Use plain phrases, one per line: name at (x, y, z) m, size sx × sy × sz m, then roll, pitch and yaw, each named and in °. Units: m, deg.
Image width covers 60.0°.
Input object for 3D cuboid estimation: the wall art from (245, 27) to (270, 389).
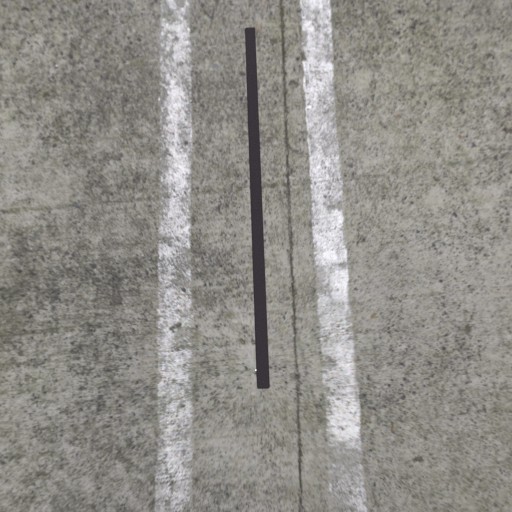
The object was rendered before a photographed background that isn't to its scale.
wall art at (0.000, 0.000, 0.688) m, size 0.012 × 0.529 × 0.374 m, roll -2°, pitch 76°, yaw -1°
